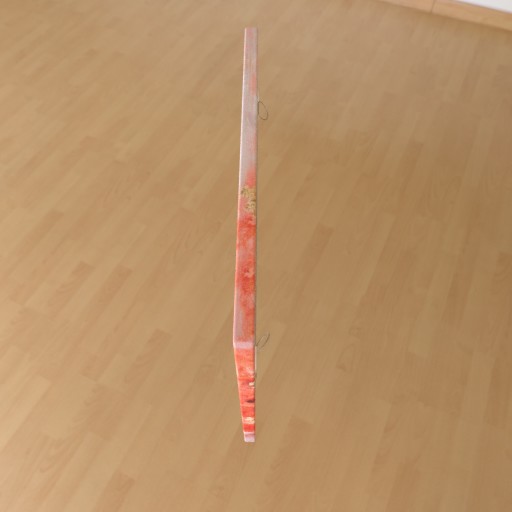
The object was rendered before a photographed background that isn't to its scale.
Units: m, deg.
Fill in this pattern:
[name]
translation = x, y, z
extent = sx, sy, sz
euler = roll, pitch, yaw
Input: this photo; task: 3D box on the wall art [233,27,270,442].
[wall art]
translation = 0.000, 0.000, 1.307
extent = 0.066, 0.878, 0.878
euler = 0, 58, 0
